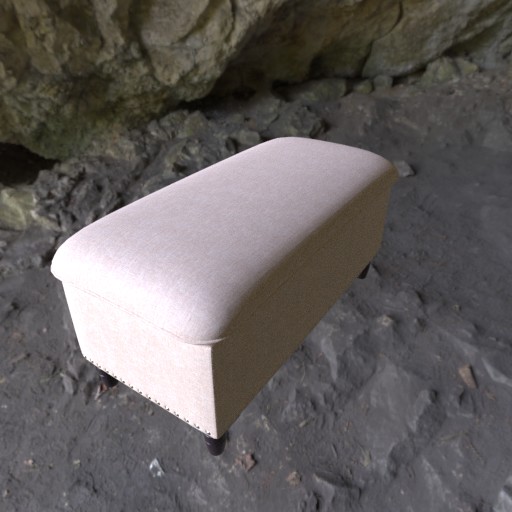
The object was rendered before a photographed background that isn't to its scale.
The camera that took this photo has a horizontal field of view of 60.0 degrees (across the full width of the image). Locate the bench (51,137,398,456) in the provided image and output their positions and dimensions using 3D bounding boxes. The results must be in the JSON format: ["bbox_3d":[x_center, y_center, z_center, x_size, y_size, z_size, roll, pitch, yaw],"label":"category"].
[{"bbox_3d":[0.000,0.000,1.267,0.483,0.483,0.991,19,37,28],"label":"bench"}]
